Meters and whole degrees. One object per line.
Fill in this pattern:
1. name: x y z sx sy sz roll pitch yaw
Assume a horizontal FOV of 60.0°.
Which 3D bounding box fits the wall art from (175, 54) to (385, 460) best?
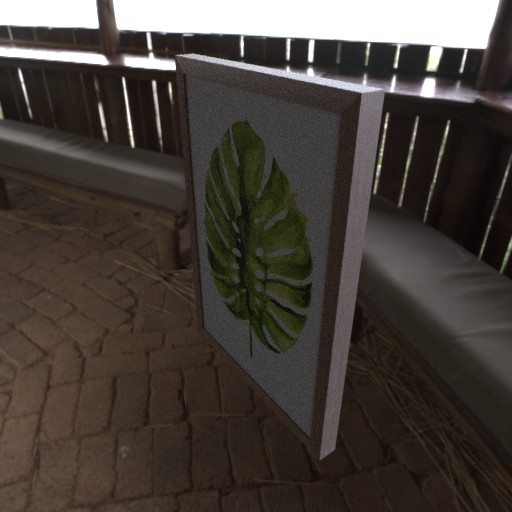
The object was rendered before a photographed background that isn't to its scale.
1. wall art: 0.000 0.000 0.649 0.032 0.510 0.358 -20 36 -30
